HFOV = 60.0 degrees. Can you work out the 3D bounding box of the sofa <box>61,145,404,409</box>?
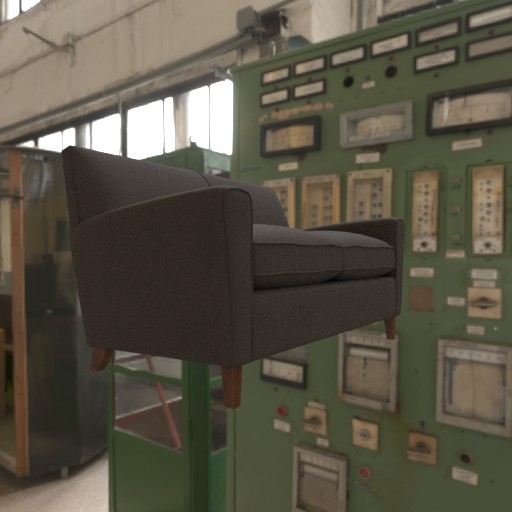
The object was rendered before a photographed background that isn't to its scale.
[{"bbox_3d":[0.000,0.000,1.982,0.871,0.846,1.420,0,0,37],"label":"sofa"}]
